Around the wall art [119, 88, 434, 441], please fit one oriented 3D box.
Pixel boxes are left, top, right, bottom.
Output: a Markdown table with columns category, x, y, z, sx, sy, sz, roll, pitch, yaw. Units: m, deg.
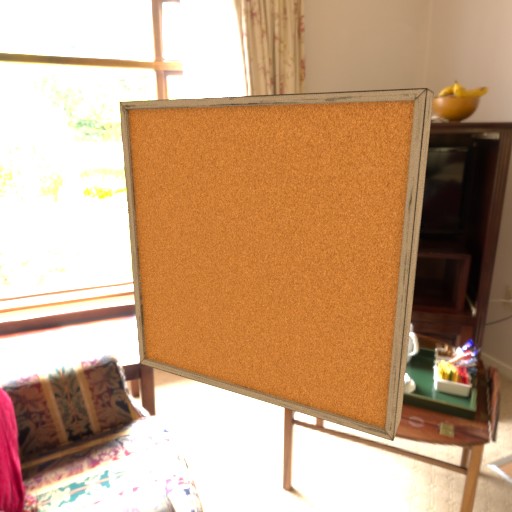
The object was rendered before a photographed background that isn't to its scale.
| category | x | y | z | sx | sy | sz | roll | pitch | yaw |
| --- | --- | --- | --- | --- | --- | --- | --- | --- | --- |
| wall art | 0.000 | 0.000 | 0.449 | 0.303 | 0.303 | 0.036 | 8 | 17 | 27 |
